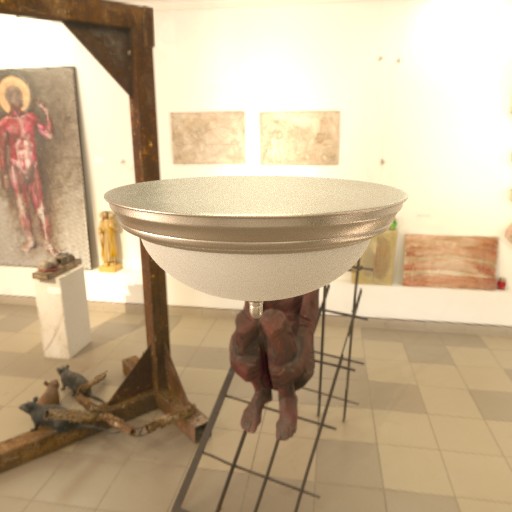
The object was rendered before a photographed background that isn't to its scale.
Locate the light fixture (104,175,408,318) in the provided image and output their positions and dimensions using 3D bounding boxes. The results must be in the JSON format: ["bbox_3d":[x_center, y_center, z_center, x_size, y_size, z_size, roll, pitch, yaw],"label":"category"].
[{"bbox_3d":[0.000,0.000,0.446,0.280,0.135,0.280,0,16,0],"label":"light fixture"}]
